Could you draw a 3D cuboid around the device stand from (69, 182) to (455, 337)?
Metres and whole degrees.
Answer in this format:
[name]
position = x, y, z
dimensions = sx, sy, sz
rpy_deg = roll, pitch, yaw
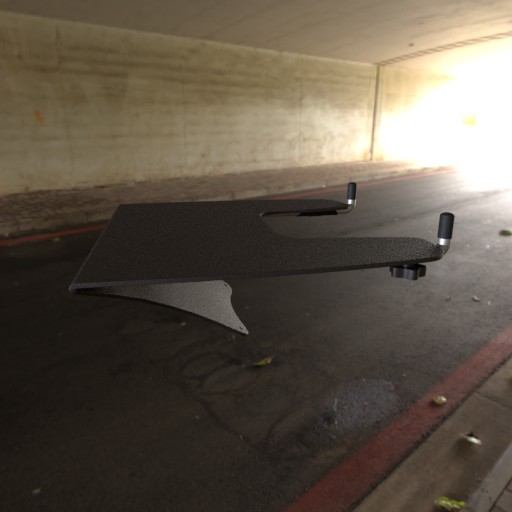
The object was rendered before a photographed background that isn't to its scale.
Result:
[device stand]
position = 0.000, 0.000, 0.352
dimensions = 0.230, 0.092, 0.230
rpy_deg = -3, 17, -10
